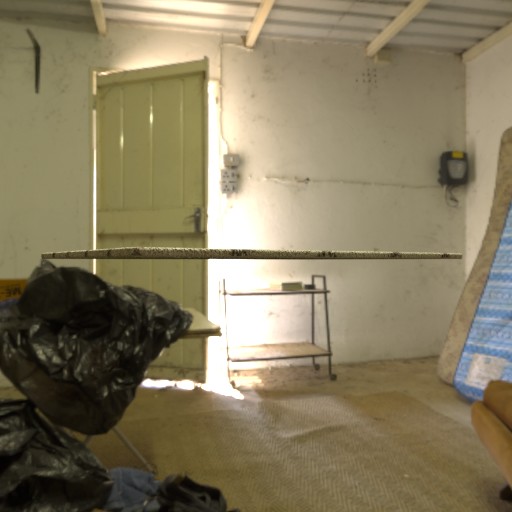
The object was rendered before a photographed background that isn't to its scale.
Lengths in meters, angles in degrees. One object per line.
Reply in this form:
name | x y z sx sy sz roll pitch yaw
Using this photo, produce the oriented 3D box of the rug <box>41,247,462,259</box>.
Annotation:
rug | 0.000 0.000 2.256 1.778 0.030 1.219 0 -1 -37
